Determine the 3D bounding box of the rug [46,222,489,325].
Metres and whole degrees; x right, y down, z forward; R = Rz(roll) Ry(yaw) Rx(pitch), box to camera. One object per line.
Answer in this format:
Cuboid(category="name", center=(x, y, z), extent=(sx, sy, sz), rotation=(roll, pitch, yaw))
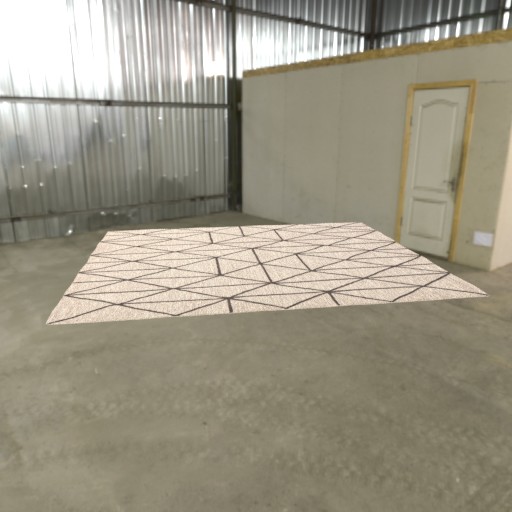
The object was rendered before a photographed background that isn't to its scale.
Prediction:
Cuboid(category="rug", center=(0.000, 0.000, 4.132), extent=(3.061, 0.022, 2.468), rotation=(-3, 17, -9))
